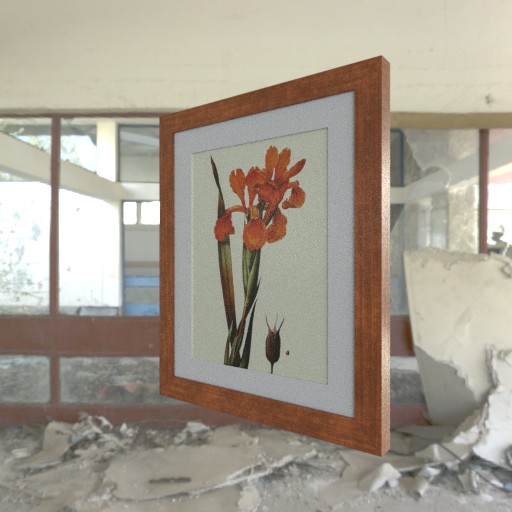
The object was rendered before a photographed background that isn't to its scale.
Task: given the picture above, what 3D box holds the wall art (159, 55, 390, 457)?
[{"bbox_3d":[0.000,0.000,0.778,0.467,0.567,0.033,0,0,37],"label":"wall art"}]
